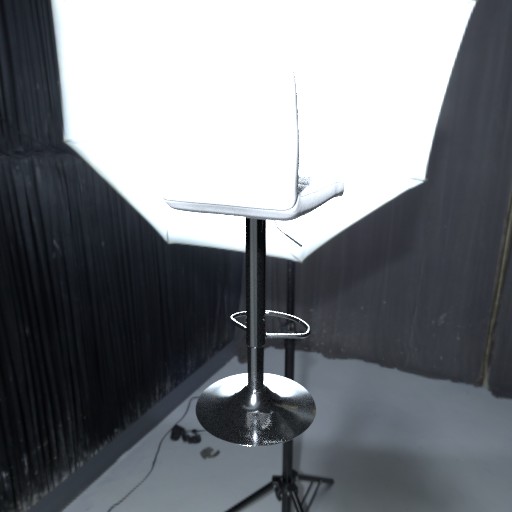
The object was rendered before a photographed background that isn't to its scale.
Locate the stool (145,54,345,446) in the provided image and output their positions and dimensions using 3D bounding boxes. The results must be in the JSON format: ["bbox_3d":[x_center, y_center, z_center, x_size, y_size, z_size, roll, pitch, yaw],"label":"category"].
[{"bbox_3d":[0.000,0.000,1.424,0.430,1.115,0.505,8,18,26],"label":"stool"}]
